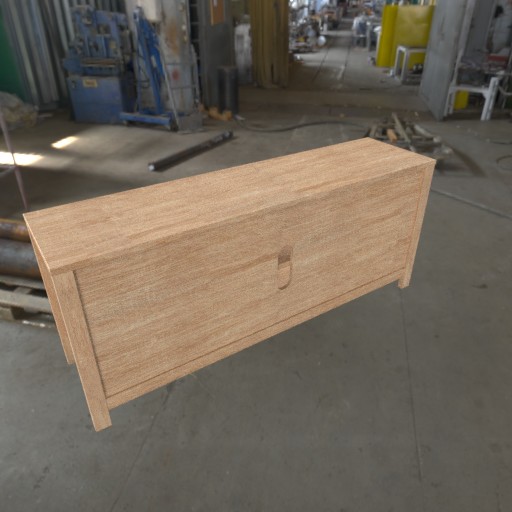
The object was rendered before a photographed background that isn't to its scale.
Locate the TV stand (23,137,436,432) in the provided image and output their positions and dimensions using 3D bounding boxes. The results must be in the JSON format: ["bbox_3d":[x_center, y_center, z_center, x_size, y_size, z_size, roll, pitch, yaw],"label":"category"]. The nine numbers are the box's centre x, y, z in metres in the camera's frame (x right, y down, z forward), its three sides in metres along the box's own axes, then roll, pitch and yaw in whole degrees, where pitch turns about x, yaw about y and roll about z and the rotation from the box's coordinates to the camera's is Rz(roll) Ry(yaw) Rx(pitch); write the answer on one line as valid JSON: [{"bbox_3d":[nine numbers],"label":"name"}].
[{"bbox_3d":[0.000,0.000,1.723,1.466,0.610,0.398,-19,36,-28],"label":"TV stand"}]
